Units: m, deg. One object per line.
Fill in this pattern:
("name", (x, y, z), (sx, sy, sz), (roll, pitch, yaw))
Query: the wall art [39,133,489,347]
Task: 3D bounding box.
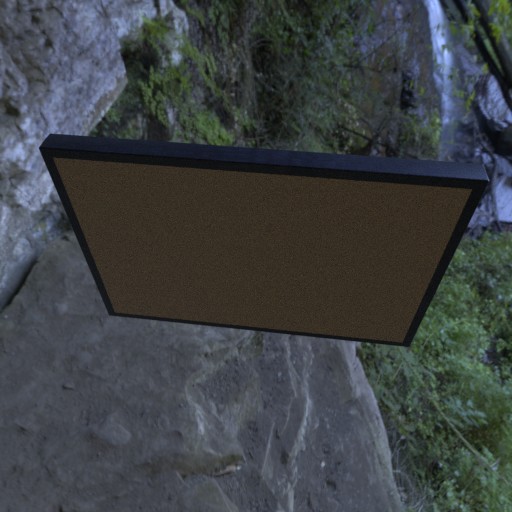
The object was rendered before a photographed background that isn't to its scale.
("wall art", (0.000, 0.000, 0.756), (0.610, 0.409, 0.038), (5, 48, 5))
